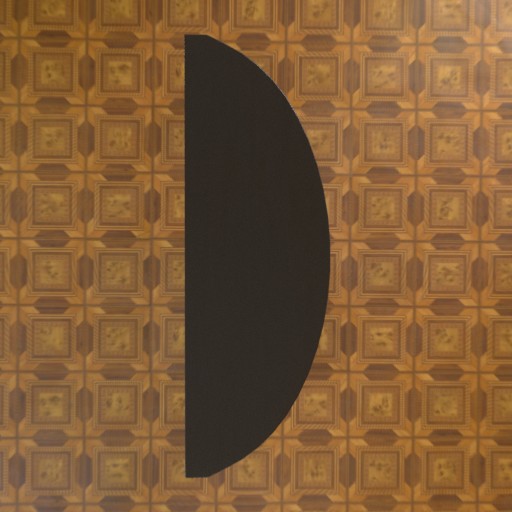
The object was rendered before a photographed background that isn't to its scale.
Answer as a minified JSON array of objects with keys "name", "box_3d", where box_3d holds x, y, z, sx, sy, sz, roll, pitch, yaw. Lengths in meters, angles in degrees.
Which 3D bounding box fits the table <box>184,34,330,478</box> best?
[{"name":"table","box_3d":[0.000,0.000,1.543,0.394,0.692,1.198,0,91,-1]}]
